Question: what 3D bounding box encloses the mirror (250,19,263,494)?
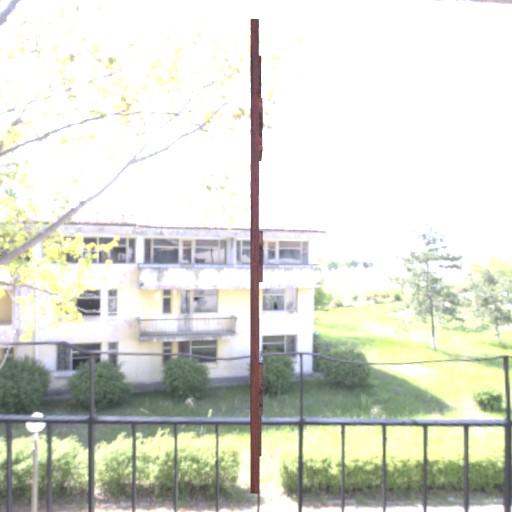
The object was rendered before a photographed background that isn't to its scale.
[{"bbox_3d":[0.000,0.000,1.050,0.021,0.805,0.600,0,0,0],"label":"mirror"}]
